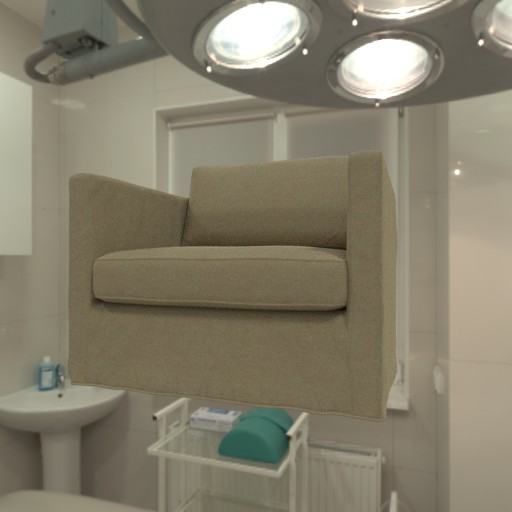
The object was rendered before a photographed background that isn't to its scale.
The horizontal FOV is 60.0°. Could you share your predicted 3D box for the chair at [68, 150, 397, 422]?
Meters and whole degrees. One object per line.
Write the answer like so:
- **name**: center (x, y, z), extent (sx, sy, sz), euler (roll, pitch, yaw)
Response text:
- **chair**: center (0.000, 0.000, 1.747), extent (1.057, 0.863, 0.949), euler (0, 0, 20)
